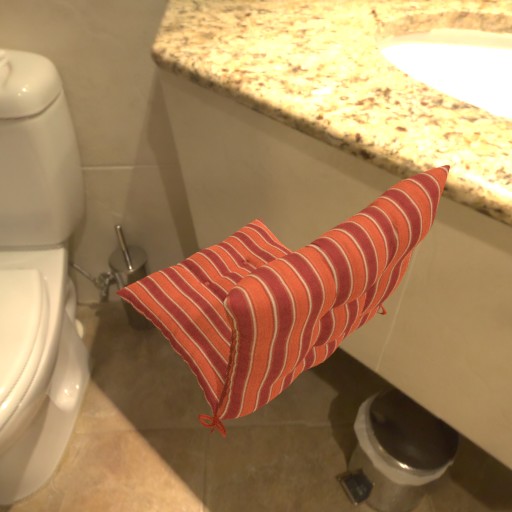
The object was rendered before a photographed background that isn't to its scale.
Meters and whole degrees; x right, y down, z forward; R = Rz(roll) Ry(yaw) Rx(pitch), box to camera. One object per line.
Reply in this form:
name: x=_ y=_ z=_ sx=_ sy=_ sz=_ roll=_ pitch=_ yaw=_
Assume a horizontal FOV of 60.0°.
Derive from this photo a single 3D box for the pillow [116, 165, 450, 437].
pillow: x=0.000 y=0.000 z=1.002 sx=0.541 sy=0.536 sz=0.585 roll=-30 pitch=53 yaw=-26
